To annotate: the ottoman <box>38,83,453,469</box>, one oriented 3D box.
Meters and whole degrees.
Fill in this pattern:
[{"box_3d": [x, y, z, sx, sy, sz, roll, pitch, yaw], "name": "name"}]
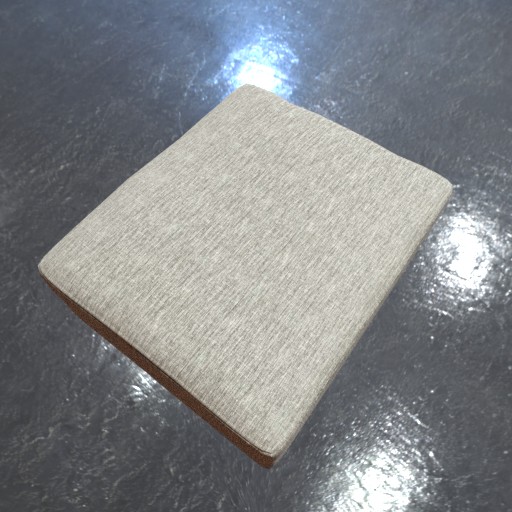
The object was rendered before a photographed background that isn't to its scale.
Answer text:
[{"box_3d": [0.000, 0.000, 1.457, 0.839, 0.492, 0.994, 33, 64, 18], "name": "ottoman"}]
